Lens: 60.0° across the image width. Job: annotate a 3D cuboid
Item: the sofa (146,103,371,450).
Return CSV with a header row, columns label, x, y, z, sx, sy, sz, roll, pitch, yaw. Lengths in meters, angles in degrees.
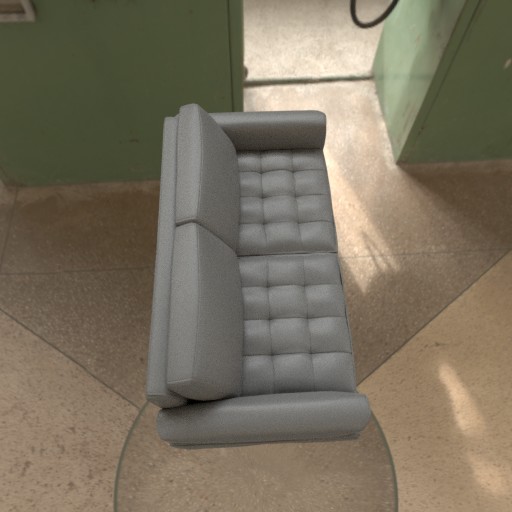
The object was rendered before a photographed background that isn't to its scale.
label,x,y,z,sx,sy,sz,roll,pitch,yaw
sofa,0.000,0.000,2.786,1.121,0.930,2.177,-2,63,-1
